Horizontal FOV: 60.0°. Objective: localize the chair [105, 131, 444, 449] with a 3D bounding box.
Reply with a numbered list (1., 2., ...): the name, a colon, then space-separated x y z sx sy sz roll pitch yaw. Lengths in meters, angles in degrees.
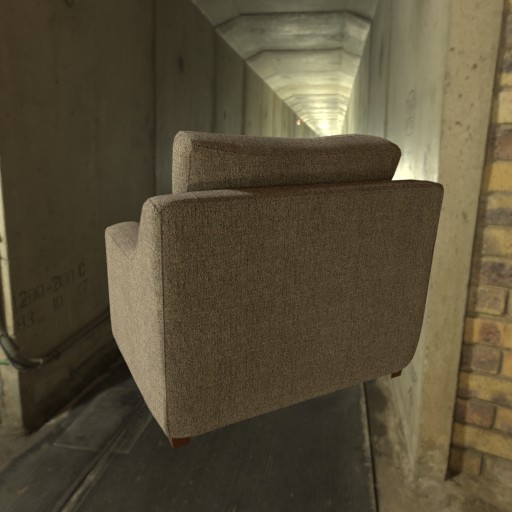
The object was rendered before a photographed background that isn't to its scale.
1. chair: 0.000 0.000 1.935 1.138 1.037 1.009 -8 17 -27
